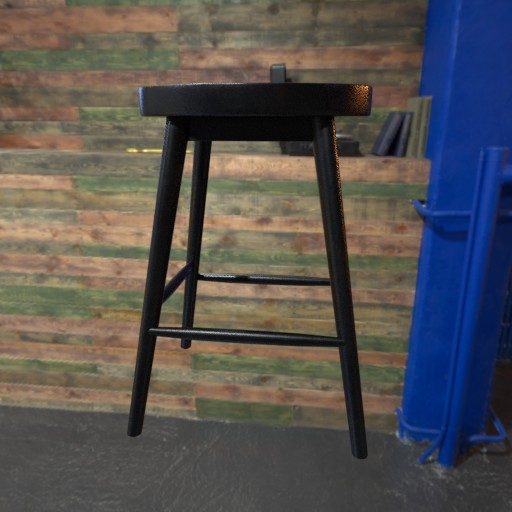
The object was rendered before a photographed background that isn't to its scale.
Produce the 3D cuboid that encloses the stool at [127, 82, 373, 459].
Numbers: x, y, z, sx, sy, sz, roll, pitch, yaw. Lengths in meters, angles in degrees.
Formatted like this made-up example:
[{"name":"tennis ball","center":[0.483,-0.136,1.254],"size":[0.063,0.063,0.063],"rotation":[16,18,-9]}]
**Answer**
[{"name":"stool","center":[0.000,0.000,0.873],"size":[0.440,0.615,0.361],"rotation":[2,17,7]}]
